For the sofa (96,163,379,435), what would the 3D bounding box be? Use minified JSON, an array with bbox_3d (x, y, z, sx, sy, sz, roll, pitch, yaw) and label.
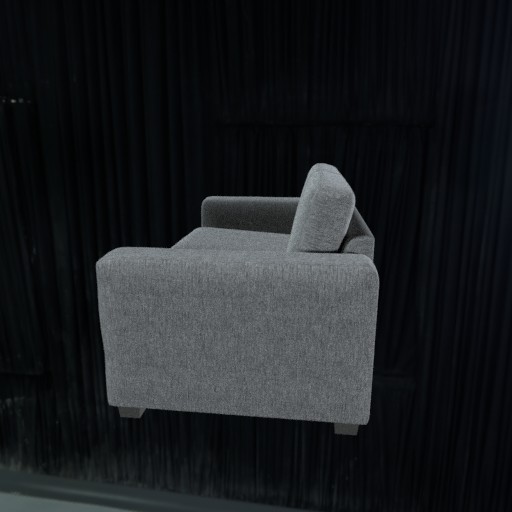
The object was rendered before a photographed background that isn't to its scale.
[{"bbox_3d":[0.000,0.000,2.059,0.900,0.800,1.520,2,15,7],"label":"sofa"}]
